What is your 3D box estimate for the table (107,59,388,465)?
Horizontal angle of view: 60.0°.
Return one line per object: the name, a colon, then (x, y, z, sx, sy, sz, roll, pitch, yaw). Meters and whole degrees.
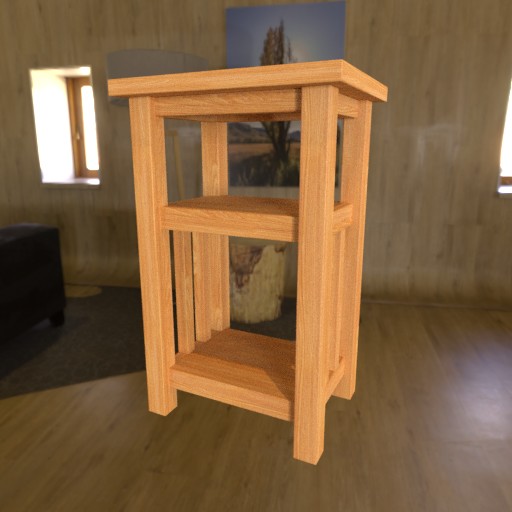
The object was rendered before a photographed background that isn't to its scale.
table: (0.000, 0.000, 0.752, 0.350, 0.550, 0.270, 7, 15, 26)
